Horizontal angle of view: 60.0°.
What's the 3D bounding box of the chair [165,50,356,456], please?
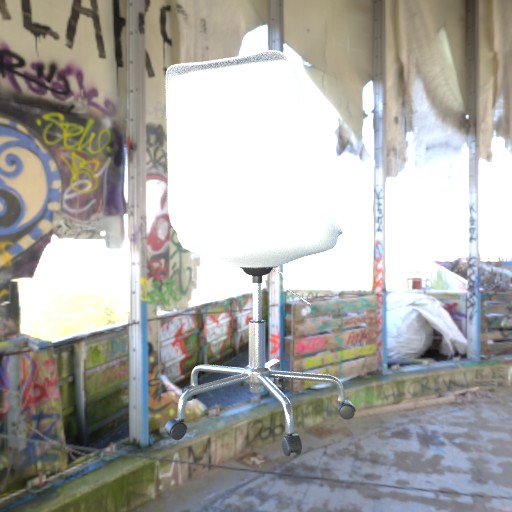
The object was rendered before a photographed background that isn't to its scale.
[{"bbox_3d":[0.000,0.000,1.275,0.550,0.930,0.550,0,1,19],"label":"chair"}]
